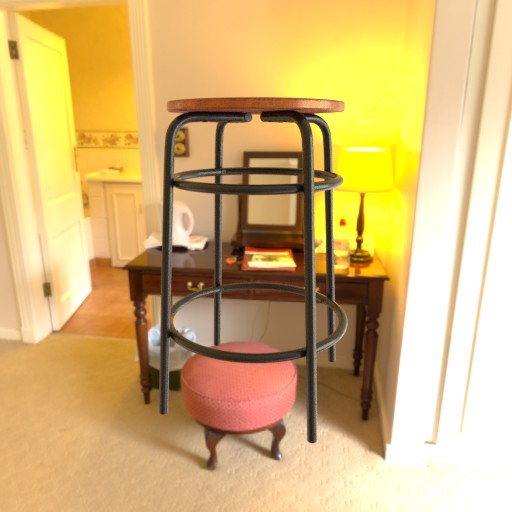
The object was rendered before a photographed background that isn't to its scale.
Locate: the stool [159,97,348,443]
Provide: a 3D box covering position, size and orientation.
[{"bbox_3d":[0.000,0.000,0.931,0.455,0.610,0.455,-9,18,-28],"label":"stool"}]
